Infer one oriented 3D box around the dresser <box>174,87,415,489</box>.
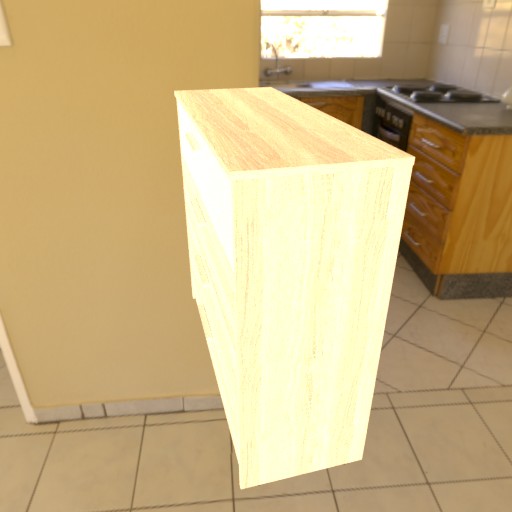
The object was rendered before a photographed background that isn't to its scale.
[{"bbox_3d":[0.000,0.000,1.449,0.380,0.900,0.980,-7,29,-13],"label":"dresser"}]
